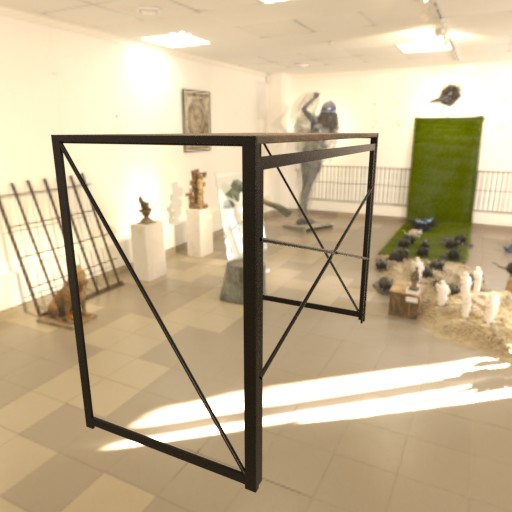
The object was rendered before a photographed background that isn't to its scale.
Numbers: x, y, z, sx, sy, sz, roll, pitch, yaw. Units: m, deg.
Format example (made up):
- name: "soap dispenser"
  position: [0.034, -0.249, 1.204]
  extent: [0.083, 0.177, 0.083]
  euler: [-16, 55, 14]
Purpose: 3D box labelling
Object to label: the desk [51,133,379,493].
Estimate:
- name: "desk"
  position: [0.000, 0.000, 1.405]
  extent: [0.505, 0.747, 1.015]
  euler: [8, 18, 25]
